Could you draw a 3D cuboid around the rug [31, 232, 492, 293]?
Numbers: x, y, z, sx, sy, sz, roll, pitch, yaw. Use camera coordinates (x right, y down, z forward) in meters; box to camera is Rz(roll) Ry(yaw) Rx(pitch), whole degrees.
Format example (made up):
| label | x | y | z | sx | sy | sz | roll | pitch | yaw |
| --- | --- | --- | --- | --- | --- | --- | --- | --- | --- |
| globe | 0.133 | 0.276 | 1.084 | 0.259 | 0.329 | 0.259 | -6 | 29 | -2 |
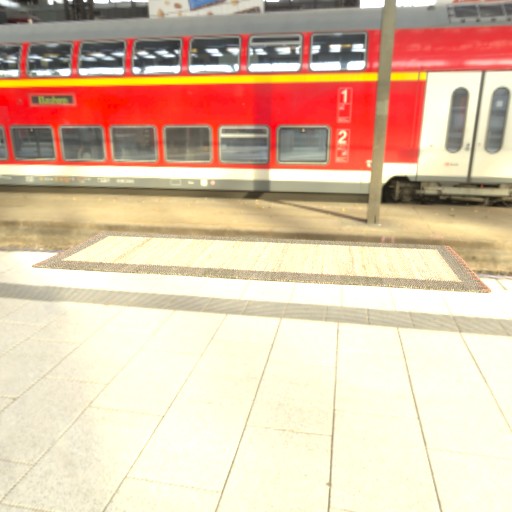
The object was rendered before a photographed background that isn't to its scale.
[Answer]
| label | x | y | z | sx | sy | sz | roll | pitch | yaw |
| --- | --- | --- | --- | --- | --- | --- | --- | --- | --- |
| rug | 0.000 | 0.000 | 2.670 | 2.413 | 0.016 | 0.810 | 3 | 17 | 9 |
